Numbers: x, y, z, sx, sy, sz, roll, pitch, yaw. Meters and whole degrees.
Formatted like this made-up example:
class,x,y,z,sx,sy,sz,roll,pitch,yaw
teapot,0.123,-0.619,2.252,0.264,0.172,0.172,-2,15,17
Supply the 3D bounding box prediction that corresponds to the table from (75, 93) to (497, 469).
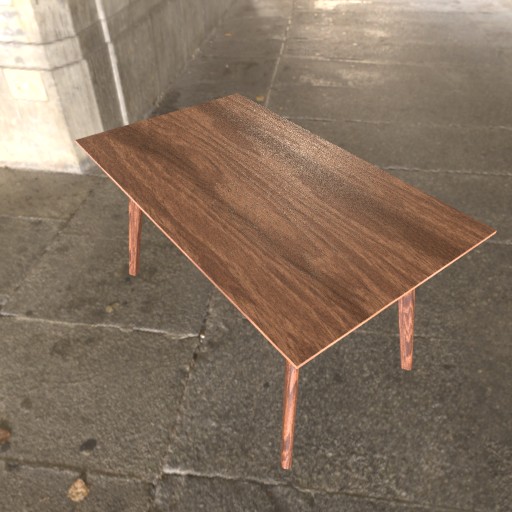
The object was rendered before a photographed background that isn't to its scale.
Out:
class,x,y,z,sx,sy,sz,roll,pitch,yaw
table,0.000,0.000,1.798,0.801,0.724,1.349,-27,48,-27
